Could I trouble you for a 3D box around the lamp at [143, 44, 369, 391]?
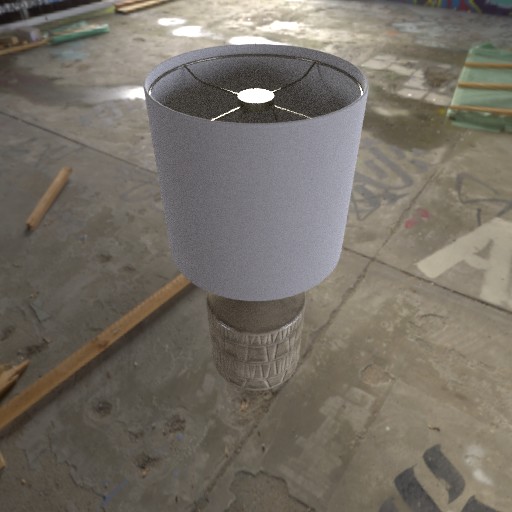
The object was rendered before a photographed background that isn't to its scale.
[{"bbox_3d":[0.000,0.000,0.572,0.211,0.455,0.211,-25,47,-26],"label":"lamp"}]
